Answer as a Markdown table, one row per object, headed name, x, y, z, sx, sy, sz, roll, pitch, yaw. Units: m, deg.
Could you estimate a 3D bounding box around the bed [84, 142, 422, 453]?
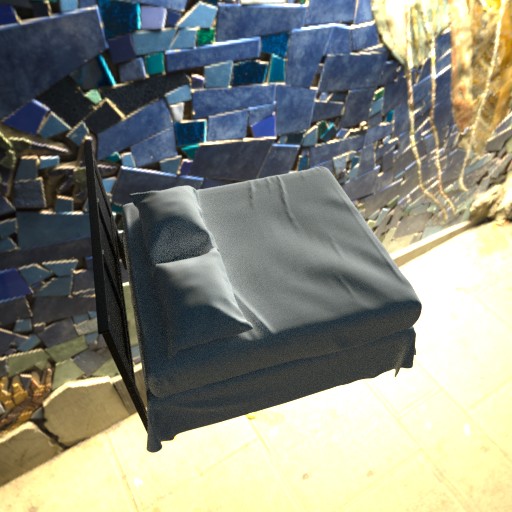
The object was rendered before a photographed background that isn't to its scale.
| name | x | y | z | sx | sy | sz | roll | pitch | yaw |
| --- | --- | --- | --- | --- | --- | --- | --- | --- | --- |
| bed | 0.000 | 0.000 | 3.246 | 2.050 | 1.270 | 1.870 | -13 | 48 | -12 |
